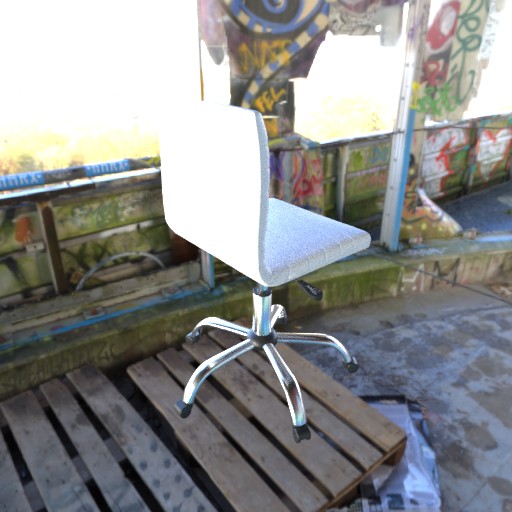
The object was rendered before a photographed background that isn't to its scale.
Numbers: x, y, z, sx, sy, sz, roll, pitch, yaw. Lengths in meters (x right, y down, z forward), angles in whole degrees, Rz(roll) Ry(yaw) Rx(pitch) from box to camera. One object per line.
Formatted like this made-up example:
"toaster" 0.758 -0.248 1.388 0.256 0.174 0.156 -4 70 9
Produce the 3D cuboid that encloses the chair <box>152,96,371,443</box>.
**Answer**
"chair" 0.000 0.000 1.148 0.530 0.780 0.556 -18 31 -34
